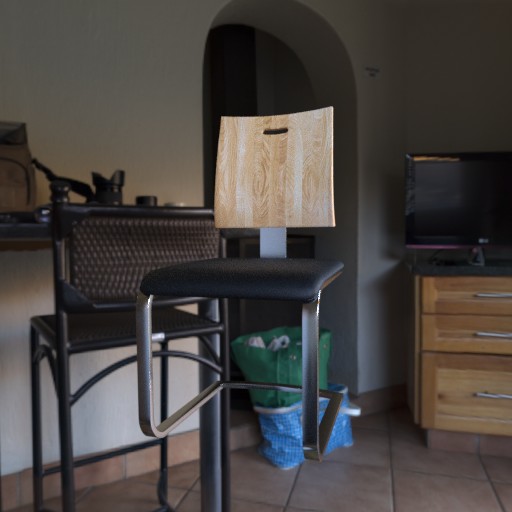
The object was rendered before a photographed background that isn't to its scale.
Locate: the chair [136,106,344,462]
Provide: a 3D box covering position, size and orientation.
[{"bbox_3d":[0.000,0.000,1.270,0.462,0.936,0.560,0,2,17],"label":"chair"}]
